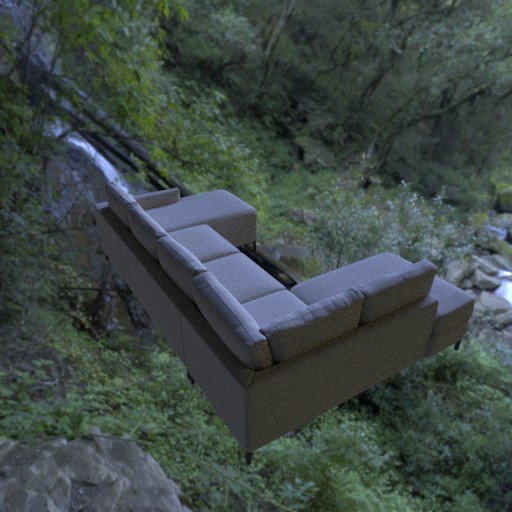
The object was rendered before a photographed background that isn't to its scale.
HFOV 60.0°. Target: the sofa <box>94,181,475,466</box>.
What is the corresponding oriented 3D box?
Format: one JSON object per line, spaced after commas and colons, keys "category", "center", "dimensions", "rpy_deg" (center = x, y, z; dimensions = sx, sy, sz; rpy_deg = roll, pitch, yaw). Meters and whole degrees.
{"category": "sofa", "center": [0.000, 0.000, 3.885], "dimensions": [1.989, 0.862, 2.984], "rpy_deg": [-17, 34, -28]}
